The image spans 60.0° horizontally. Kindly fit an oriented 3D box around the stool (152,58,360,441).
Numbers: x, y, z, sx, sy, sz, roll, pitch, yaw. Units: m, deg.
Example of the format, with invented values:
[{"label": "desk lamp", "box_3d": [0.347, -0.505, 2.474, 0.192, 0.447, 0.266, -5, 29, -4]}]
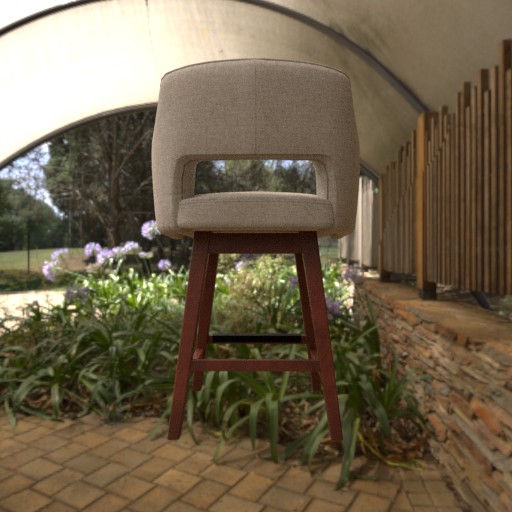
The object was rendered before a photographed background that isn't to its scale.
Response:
[{"label": "stool", "box_3d": [0.000, 0.000, 1.318, 0.599, 0.944, 0.558, 0, 0, 1]}]
